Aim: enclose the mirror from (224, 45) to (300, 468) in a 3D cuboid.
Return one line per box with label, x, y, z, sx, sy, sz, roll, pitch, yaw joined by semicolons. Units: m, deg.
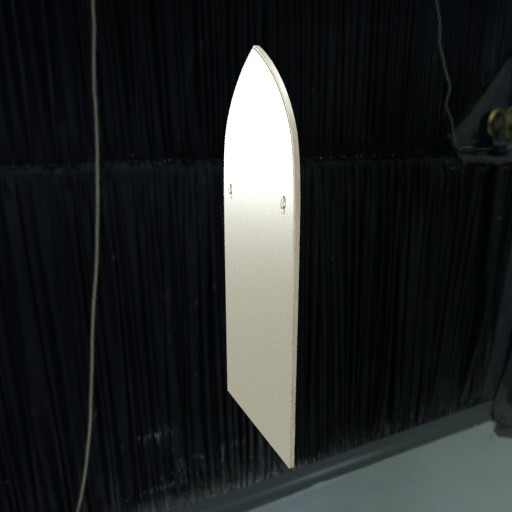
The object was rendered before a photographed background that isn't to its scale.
mirror;0.000;0.000;1.347;0.025;1.175;0.464;-7;17;-25
